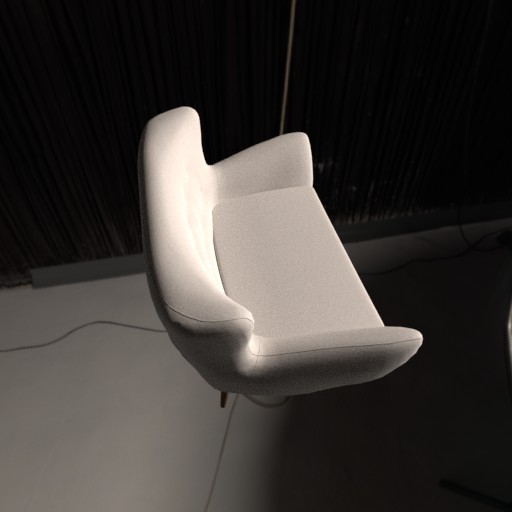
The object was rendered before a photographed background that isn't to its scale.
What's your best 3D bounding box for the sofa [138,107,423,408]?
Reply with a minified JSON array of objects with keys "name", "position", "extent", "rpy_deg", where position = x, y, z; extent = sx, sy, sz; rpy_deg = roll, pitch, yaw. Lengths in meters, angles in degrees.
[{"name":"sofa","position":[0.000,0.000,2.050],"extent":[0.921,0.878,1.424],"rpy_deg":[-9,47,-9]}]
